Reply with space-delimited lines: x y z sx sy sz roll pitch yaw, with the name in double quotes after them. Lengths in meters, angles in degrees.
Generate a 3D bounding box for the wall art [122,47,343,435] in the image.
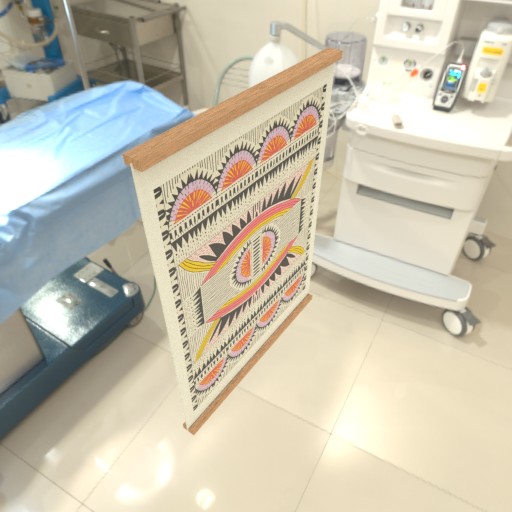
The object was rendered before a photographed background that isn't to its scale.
0.000 0.000 0.814 0.028 0.609 0.456 26 48 26 "wall art"
